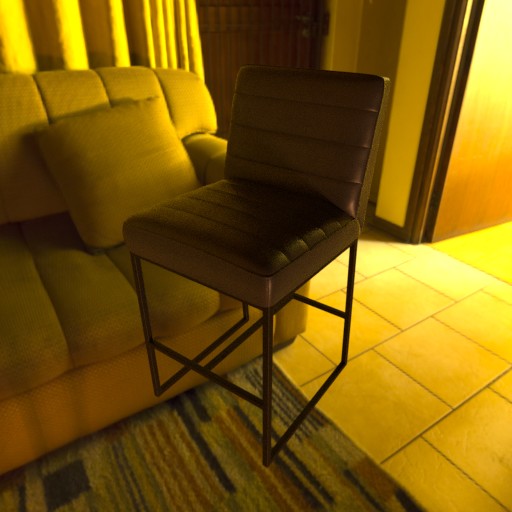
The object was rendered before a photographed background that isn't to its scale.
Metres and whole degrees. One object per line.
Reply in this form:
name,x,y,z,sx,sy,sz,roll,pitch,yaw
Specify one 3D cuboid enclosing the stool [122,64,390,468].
stool,0.000,0.000,1.248,0.457,0.938,0.552,20,35,31
